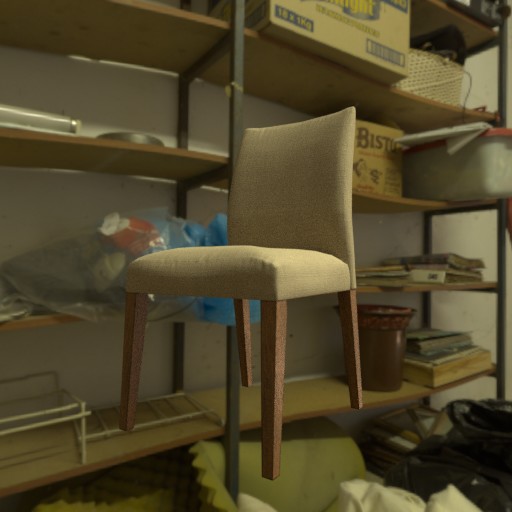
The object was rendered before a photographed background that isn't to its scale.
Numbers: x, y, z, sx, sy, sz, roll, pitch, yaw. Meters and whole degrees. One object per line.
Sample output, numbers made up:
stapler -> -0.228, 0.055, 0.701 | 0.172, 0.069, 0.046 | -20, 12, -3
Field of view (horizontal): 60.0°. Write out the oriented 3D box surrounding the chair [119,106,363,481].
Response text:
chair -> 0.000, 0.000, 1.305 | 0.496, 0.940, 0.585 | -1, -1, 35
